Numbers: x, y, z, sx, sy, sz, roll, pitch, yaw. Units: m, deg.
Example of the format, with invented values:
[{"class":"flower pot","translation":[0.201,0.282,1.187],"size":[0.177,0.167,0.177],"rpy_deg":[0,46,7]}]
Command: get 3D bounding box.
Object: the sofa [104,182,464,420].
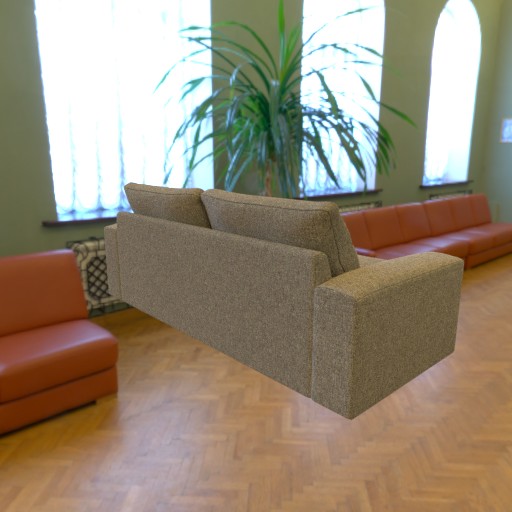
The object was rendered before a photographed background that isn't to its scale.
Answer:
[{"class":"sofa","translation":[0.000,0.000,2.899],"size":[1.040,0.922,2.299],"rpy_deg":[-12,18,-41]}]
